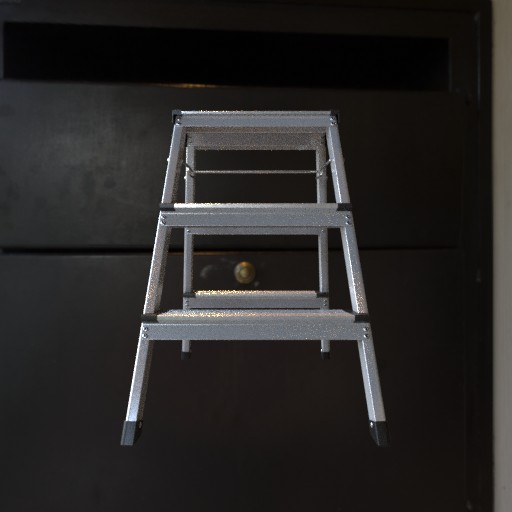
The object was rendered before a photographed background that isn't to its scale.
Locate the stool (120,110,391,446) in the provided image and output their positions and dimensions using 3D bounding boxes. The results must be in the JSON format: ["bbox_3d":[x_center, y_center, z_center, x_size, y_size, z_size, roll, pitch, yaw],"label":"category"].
[{"bbox_3d":[0.000,0.000,1.016,0.437,0.605,0.622,0,0,0],"label":"stool"}]
